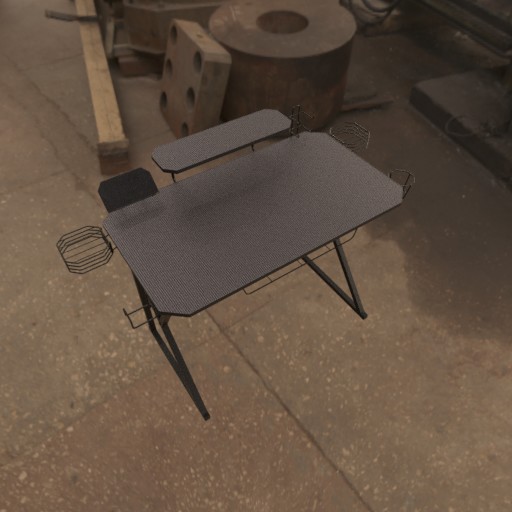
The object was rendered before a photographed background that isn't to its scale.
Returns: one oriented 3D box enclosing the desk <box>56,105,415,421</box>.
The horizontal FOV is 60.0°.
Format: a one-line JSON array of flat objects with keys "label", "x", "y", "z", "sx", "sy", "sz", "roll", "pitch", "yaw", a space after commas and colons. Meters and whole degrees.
[{"label": "desk", "x": 0.000, "y": 0.000, "z": 1.762, "sx": 1.290, "sy": 0.880, "sz": 0.580, "roll": -27, "pitch": 53, "yaw": -22}]
